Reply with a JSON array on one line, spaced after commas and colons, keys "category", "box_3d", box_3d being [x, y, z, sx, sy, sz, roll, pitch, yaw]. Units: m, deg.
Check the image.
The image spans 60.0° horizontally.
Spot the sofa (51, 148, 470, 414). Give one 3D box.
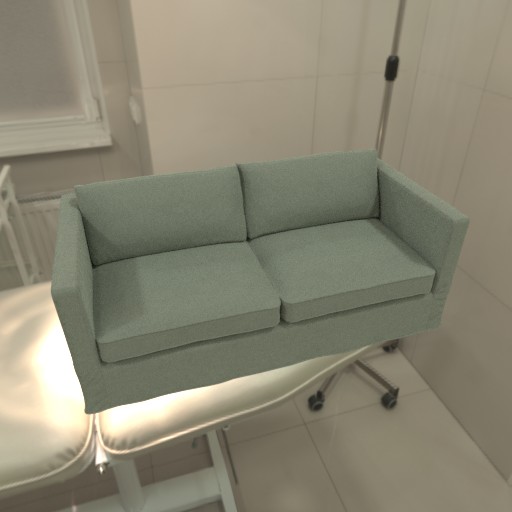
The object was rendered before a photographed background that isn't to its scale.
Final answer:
[{"category": "sofa", "box_3d": [0.000, 0.000, 2.467, 1.987, 0.870, 0.940, -10, 34, -15]}]
